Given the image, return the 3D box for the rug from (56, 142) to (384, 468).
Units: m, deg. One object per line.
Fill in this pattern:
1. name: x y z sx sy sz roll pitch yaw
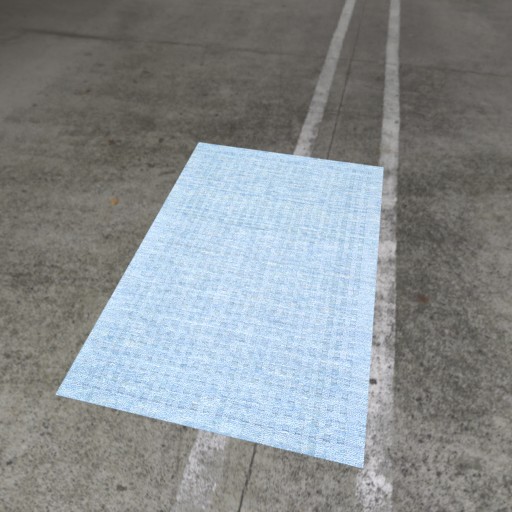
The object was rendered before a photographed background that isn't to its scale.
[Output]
1. rug: 0.000 0.000 2.849 1.522 0.006 2.286 10 48 9
